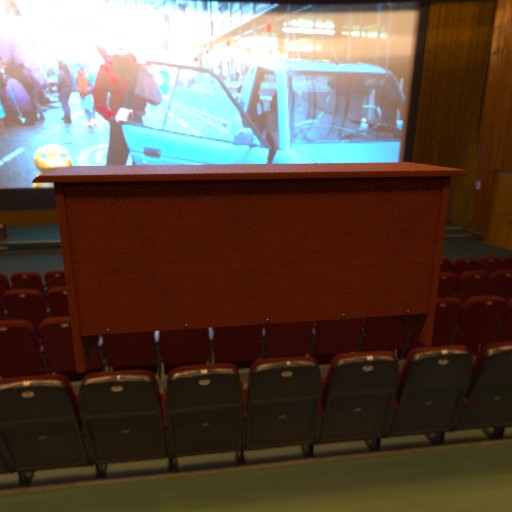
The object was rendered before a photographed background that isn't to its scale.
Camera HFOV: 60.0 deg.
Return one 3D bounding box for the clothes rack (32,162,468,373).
[{"bbox_3d":[0.000,0.000,1.510,1.251,0.594,0.362,-2,16,-8],"label":"clothes rack"}]
